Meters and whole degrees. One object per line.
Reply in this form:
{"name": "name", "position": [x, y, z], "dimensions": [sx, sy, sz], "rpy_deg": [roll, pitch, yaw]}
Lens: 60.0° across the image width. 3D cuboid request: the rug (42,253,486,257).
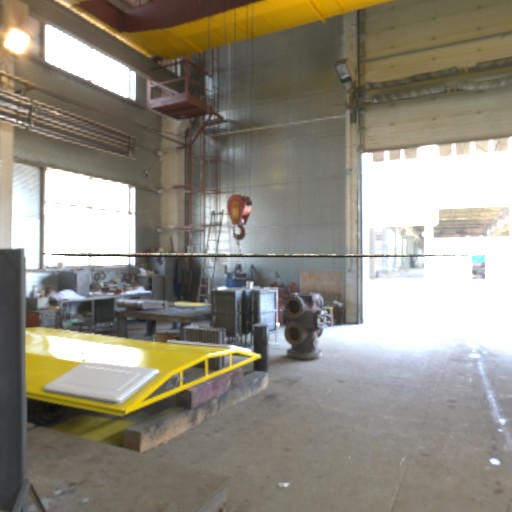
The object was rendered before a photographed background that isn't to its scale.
{"name": "rug", "position": [0.000, 0.000, 2.980], "dimensions": [2.438, 0.011, 1.524], "rpy_deg": [0, -1, -18]}
